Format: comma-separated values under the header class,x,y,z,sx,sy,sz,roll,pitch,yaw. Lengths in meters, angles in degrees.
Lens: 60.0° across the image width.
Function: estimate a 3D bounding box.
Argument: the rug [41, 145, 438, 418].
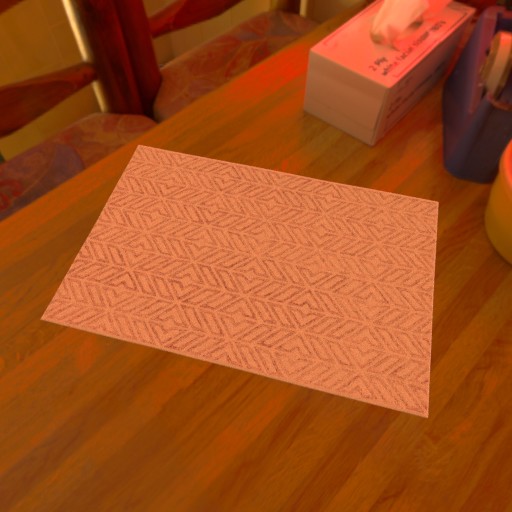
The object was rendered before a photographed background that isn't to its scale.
class,x,y,z,sx,sy,sz,roll,pitch,yaw
rug,0.000,0.000,2.328,1.828,0.007,1.220,12,59,8
